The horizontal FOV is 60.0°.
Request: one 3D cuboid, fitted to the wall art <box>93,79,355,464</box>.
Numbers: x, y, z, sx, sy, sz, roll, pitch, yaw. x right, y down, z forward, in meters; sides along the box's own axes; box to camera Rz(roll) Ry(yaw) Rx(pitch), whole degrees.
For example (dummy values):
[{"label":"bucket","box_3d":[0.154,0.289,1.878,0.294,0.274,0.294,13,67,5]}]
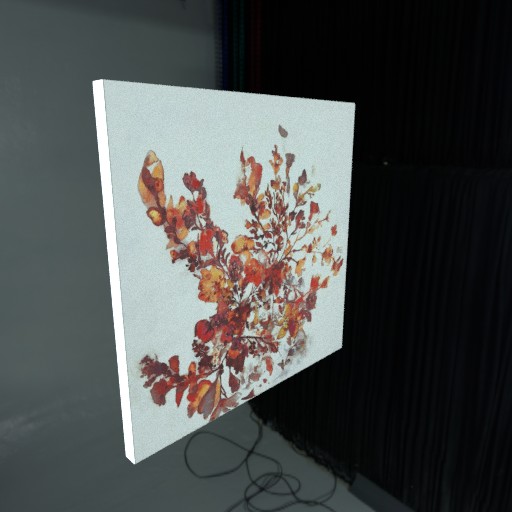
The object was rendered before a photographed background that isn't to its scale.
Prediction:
[{"label":"wall art","box_3d":[0.000,0.000,1.470,0.049,1.009,1.009,15,21,43]}]
